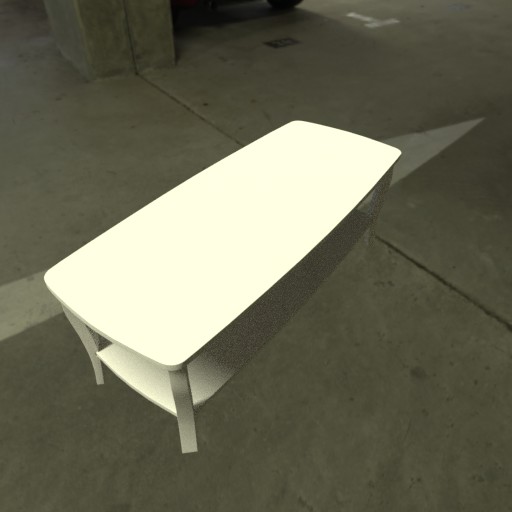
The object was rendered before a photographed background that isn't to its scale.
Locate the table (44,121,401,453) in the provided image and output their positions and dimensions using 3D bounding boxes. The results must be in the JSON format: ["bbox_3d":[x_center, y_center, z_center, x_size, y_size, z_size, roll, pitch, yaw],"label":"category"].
[{"bbox_3d":[0.000,0.000,1.629,0.561,0.474,1.334,26,46,27],"label":"table"}]
